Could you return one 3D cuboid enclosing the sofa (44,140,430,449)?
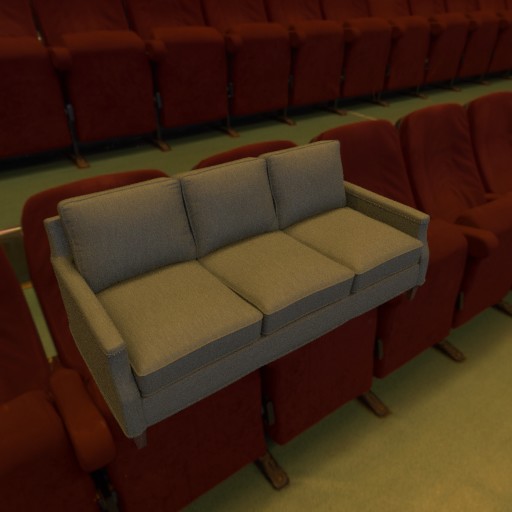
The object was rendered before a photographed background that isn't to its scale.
[{"bbox_3d":[0.000,0.000,2.809,2.246,1.003,1.084,-20,36,-30],"label":"sofa"}]
